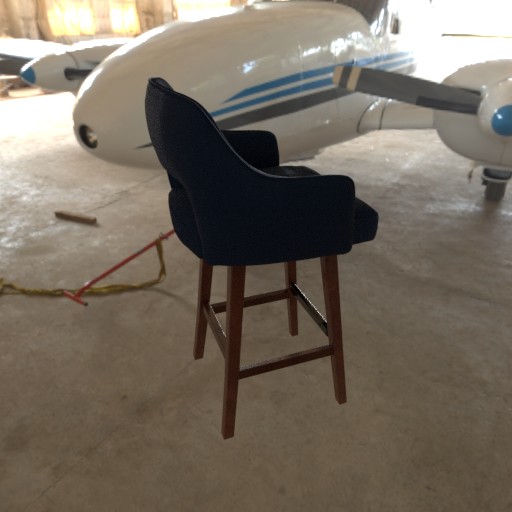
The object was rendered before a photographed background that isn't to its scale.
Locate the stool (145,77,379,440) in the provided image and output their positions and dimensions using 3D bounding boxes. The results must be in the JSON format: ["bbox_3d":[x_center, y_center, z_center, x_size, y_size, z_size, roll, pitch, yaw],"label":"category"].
[{"bbox_3d":[0.000,0.000,1.381,0.560,1.041,0.550,-10,30,-18],"label":"stool"}]
